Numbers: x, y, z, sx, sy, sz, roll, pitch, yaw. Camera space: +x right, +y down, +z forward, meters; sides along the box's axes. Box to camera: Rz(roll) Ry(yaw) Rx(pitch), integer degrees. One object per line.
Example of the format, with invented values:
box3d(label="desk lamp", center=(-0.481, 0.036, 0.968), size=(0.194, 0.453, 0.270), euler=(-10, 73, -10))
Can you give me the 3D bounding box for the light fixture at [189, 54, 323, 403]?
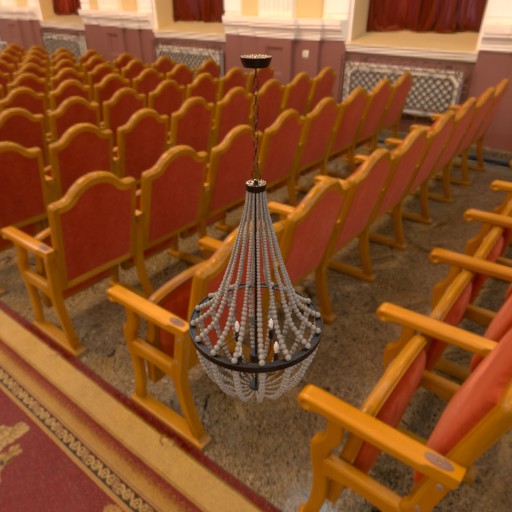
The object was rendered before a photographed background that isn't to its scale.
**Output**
box3d(label="light fixture", center=(0.000, 0.000, 1.371), size=(0.450, 1.133, 0.450), euler=(0, 31, 0))
